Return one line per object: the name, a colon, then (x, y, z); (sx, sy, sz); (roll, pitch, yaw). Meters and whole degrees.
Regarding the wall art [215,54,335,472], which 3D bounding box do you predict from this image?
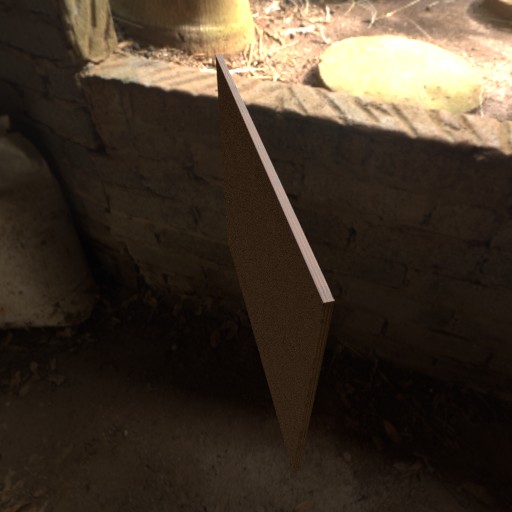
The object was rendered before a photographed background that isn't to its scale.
wall art: (0.000, 0.000, 0.679); (0.010, 0.408, 0.508); (-10, 47, -9)
